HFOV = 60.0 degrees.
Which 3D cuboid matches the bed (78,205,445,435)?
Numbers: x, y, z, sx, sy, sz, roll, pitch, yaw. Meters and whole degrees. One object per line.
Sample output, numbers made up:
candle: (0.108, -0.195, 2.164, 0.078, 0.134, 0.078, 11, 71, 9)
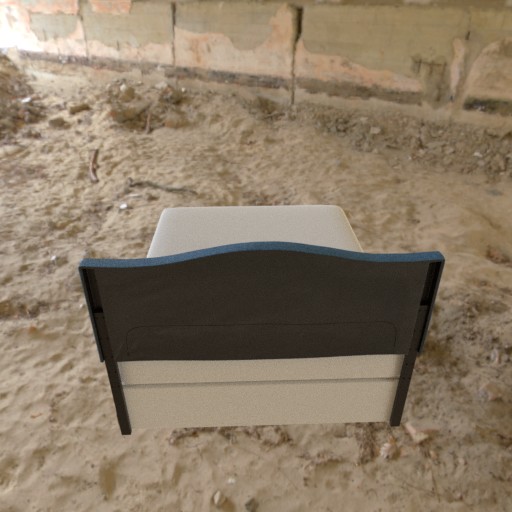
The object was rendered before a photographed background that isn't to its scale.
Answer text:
bed: (0.000, 0.000, 2.948, 1.610, 1.169, 1.872, -1, 30, -2)
